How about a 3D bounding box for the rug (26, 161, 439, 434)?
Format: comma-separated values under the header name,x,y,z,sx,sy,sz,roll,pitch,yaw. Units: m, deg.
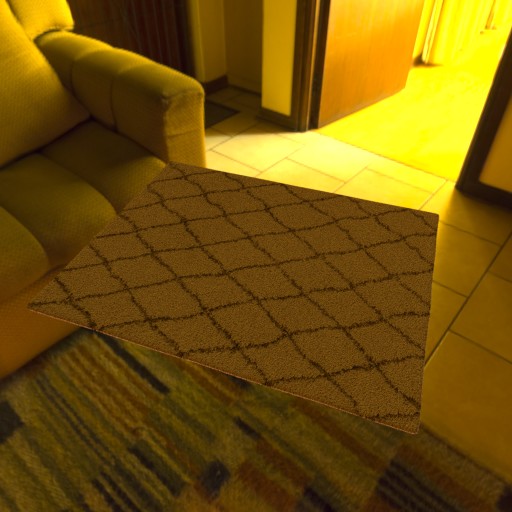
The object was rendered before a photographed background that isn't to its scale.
name,x,y,z,sx,sy,sz,roll,pitch,yaw
rug,0.000,0.000,4.004,3.047,0.029,2.438,14,44,15
